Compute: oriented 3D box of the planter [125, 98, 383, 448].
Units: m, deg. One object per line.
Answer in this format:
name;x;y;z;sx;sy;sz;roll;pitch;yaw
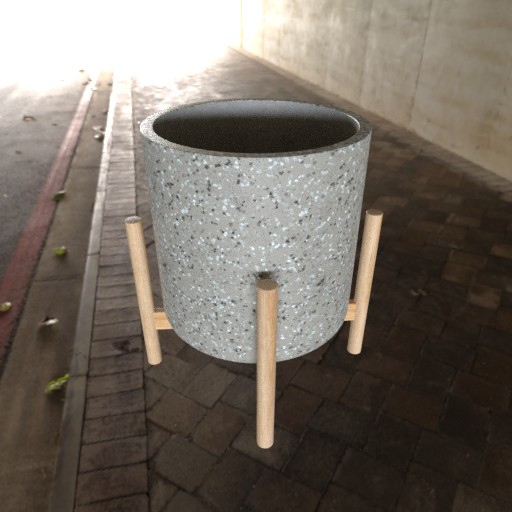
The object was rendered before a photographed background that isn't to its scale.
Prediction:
planter;0.000;0.000;0.700;0.360;0.419;0.360;10;32;16
